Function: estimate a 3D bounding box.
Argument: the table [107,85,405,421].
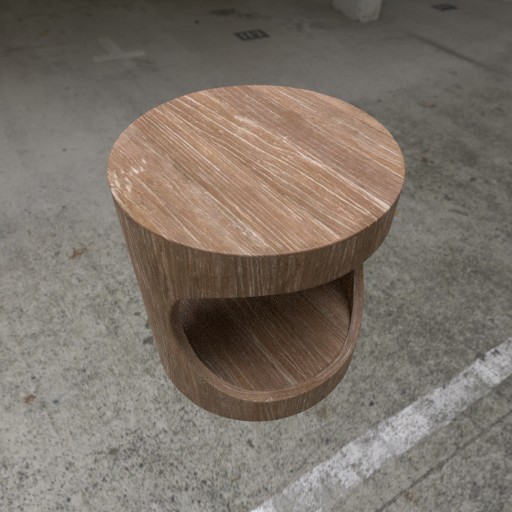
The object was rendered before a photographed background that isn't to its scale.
[{"bbox_3d":[0.000,0.000,1.001,0.527,0.551,0.527,0,46,0],"label":"table"}]
